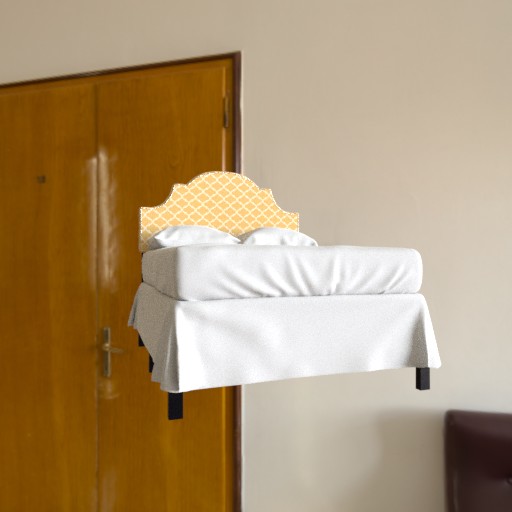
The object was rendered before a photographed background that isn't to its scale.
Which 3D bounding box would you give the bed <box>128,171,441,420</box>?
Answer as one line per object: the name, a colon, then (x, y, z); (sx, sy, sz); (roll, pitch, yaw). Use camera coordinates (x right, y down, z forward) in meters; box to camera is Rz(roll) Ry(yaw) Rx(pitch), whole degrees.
bed: (0.000, 0.000, 3.386); (1.780, 1.633, 2.222); (0, 0, -19)
